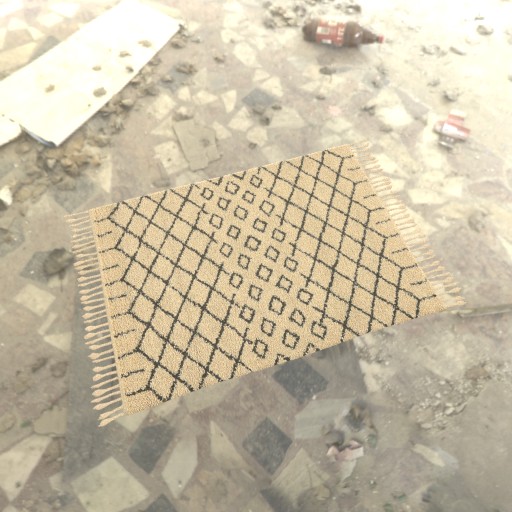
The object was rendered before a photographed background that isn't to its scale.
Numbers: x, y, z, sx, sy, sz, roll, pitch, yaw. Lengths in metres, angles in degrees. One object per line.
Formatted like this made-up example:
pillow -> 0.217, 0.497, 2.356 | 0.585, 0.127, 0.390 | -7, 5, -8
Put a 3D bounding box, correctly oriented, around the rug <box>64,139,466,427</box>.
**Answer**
rug -> 0.000, 0.000, 3.267 | 2.615, 0.029, 1.664 | -16, 61, -9
